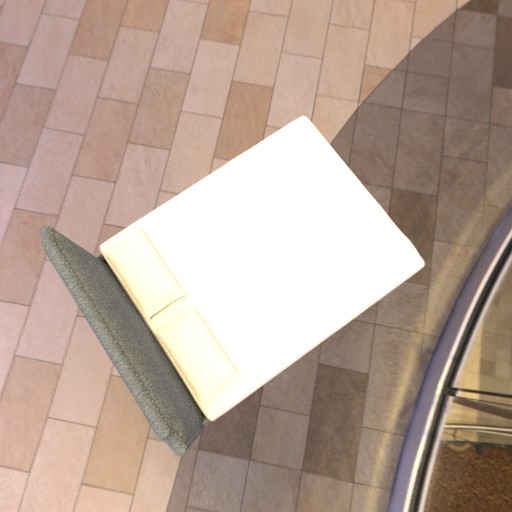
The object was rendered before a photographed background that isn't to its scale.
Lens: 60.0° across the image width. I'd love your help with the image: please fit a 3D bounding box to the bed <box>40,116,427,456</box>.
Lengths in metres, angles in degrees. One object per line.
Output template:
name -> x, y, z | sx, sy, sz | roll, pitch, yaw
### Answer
bed -> 0.000, 0.000, 3.487 | 2.372, 1.443, 1.712 | -34, 79, -8
